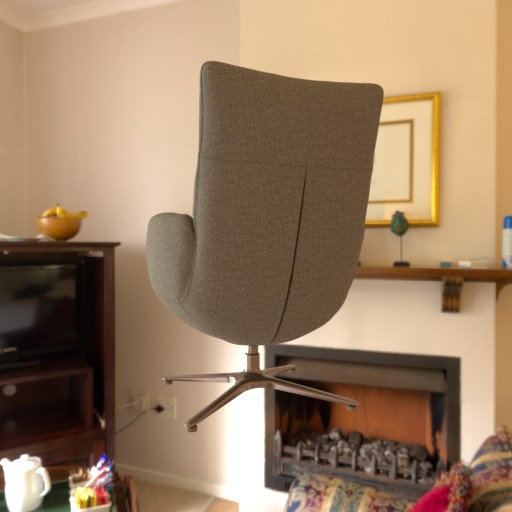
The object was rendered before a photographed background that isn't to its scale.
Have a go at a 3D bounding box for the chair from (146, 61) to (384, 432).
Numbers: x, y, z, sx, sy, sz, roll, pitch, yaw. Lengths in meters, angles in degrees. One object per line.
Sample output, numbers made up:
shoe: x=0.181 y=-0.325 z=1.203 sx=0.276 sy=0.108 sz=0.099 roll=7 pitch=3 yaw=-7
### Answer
chair: x=0.000 y=0.000 z=1.523 sx=0.702 sy=0.984 sz=0.831 roll=0 pitch=1 yaw=-19
